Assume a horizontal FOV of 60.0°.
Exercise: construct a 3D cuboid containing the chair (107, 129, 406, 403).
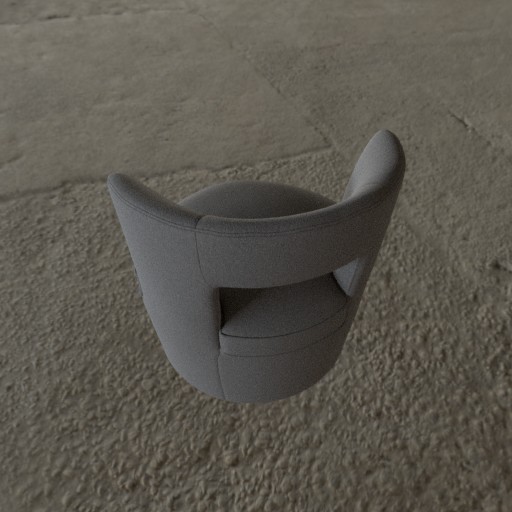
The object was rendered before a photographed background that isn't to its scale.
[{"bbox_3d":[0.000,0.000,1.275,0.689,0.719,0.660,-12,44,-13],"label":"chair"}]
